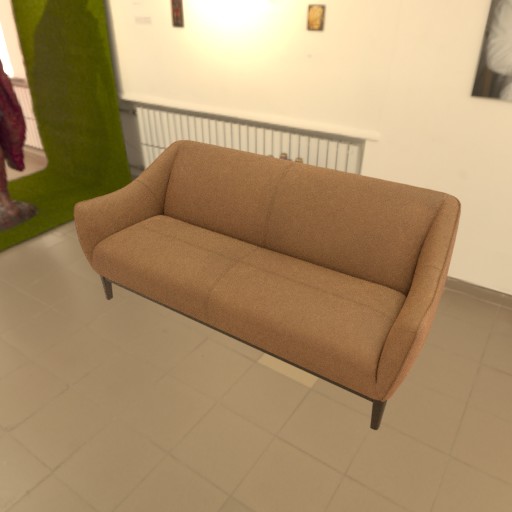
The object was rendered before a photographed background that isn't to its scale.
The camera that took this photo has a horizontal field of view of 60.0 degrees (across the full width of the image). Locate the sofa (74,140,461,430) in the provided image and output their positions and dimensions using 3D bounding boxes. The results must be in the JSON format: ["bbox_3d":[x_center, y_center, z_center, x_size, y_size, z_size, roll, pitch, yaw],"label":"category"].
[{"bbox_3d":[0.000,0.000,2.394,1.928,0.830,0.869,19,35,29],"label":"sofa"}]
